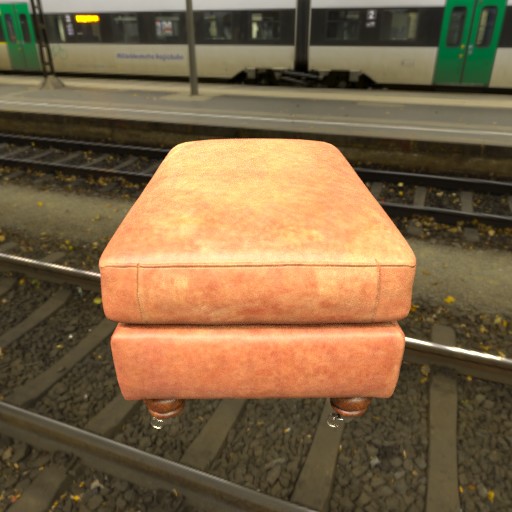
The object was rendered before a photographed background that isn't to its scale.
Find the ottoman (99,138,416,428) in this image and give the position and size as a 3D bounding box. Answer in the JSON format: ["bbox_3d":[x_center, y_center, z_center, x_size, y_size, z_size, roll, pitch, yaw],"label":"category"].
[{"bbox_3d":[0.000,0.000,1.173,0.565,0.507,0.852,0,27,-1],"label":"ottoman"}]
